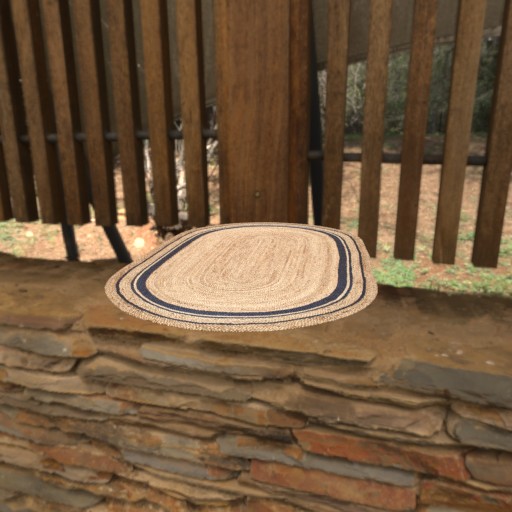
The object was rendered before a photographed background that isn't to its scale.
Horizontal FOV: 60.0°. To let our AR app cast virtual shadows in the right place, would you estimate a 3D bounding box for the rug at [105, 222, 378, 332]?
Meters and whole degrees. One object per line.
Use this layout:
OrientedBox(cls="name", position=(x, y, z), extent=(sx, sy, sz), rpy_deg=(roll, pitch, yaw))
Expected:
OrientedBox(cls="rug", position=(0.000, 0.000, 3.006), extent=(1.520, 0.006, 2.432), rpy_deg=(2, 15, 9))
